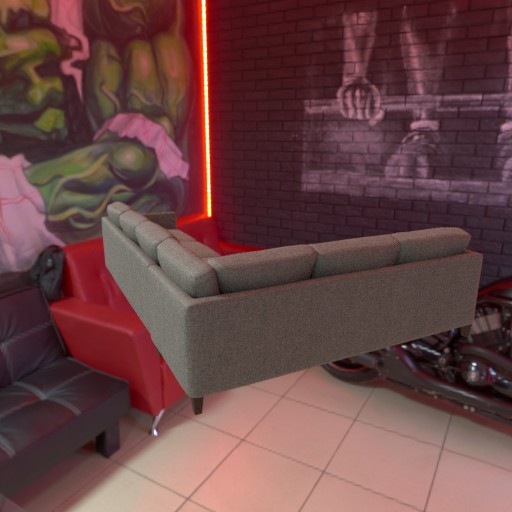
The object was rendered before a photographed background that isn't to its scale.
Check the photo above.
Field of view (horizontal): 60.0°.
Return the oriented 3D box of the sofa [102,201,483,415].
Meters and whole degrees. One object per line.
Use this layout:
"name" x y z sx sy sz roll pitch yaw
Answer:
"sofa" 0.000 0.000 4.540 2.593 0.947 3.302 -8 17 -26
